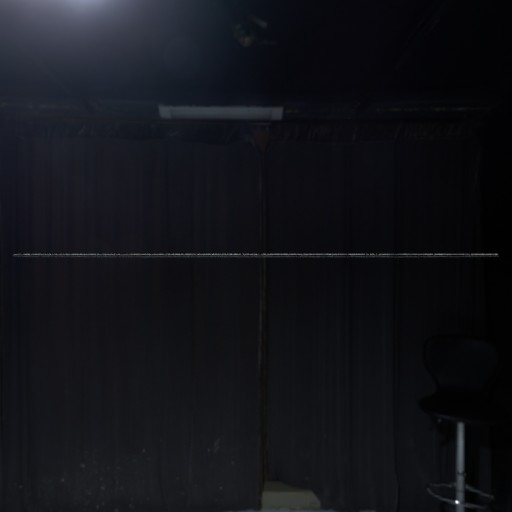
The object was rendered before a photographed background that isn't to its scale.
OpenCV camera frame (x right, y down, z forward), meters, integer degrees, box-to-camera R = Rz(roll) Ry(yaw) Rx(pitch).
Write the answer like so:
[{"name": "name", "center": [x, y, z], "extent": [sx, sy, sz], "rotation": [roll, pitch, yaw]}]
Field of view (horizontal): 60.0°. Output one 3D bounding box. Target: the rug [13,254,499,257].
[{"name": "rug", "center": [0.000, 0.000, 2.986], "extent": [2.444, 0.012, 1.530], "rotation": [0, 0, 1]}]
